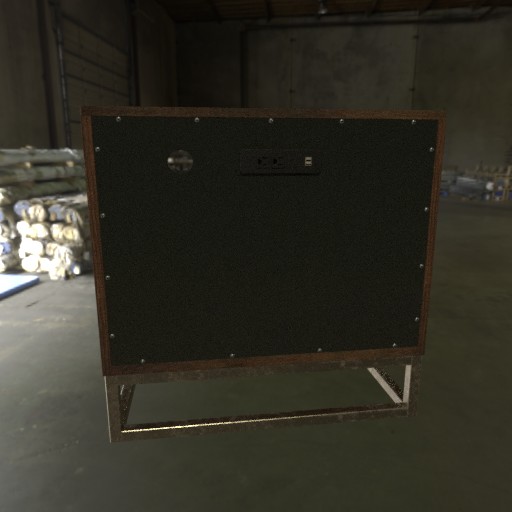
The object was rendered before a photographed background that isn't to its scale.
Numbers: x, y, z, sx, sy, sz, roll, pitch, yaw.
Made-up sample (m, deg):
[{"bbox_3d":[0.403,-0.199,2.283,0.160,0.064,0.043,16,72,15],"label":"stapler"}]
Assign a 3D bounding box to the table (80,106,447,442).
[{"bbox_3d":[0.000,0.000,1.249,0.767,0.746,0.542,-2,13,-8],"label":"table"}]
